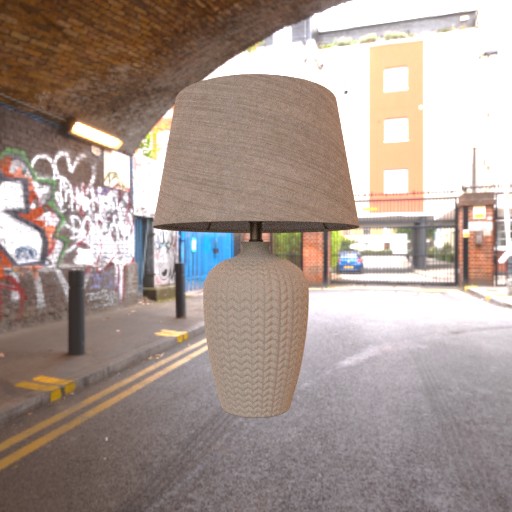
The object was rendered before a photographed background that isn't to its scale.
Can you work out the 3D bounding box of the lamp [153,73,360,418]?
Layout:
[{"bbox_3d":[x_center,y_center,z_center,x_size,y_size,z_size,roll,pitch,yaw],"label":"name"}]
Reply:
[{"bbox_3d":[0.000,0.000,0.857,0.390,0.580,0.390,0,0,0],"label":"lamp"}]
